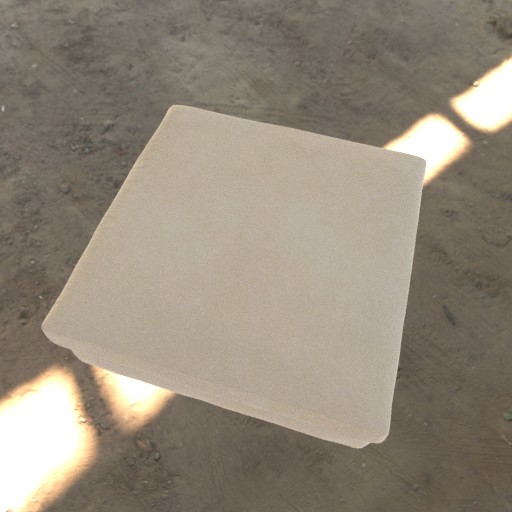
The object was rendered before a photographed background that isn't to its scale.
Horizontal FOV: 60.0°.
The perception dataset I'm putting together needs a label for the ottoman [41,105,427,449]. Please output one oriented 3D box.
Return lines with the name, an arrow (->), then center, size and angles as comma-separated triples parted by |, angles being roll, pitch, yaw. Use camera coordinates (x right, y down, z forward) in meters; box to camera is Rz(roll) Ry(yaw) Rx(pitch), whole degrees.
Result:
ottoman -> 0.000, 0.000, 1.824 | 1.205, 0.522, 1.190 | 15, 60, 9
